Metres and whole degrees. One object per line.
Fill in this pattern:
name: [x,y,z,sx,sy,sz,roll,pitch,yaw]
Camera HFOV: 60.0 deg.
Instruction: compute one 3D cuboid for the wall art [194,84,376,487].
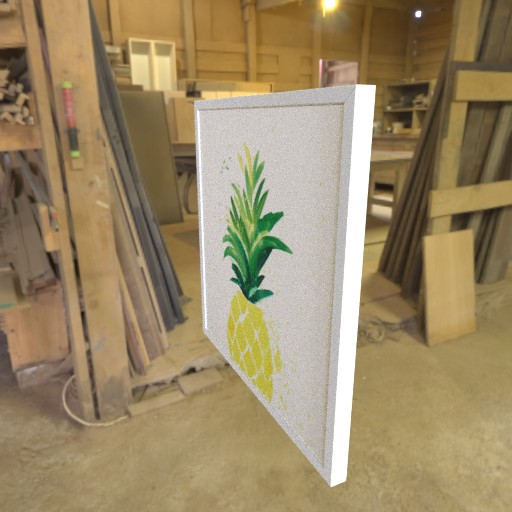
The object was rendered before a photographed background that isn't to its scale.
wall art: [0.000,0.000,1.118,0.038,0.761,0.763,-8,19,-25]
